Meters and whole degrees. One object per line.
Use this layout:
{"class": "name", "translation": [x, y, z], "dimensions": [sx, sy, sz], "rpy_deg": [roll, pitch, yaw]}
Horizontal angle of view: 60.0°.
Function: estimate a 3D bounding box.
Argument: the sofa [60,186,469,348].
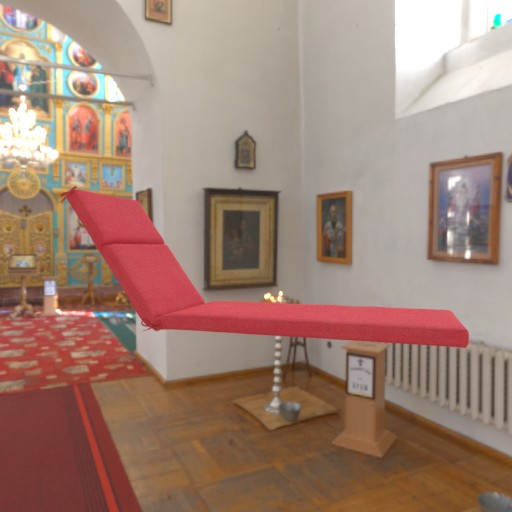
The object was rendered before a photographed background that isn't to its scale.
{"class": "sofa", "translation": [0.000, 0.000, 1.967], "dimensions": [1.663, 0.622, 0.582], "rpy_deg": [0, 1, 18]}
